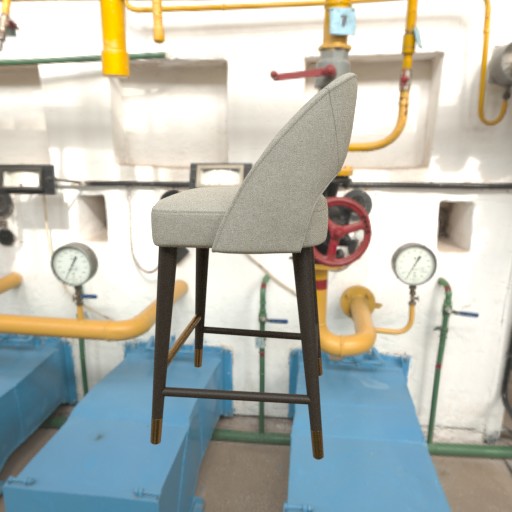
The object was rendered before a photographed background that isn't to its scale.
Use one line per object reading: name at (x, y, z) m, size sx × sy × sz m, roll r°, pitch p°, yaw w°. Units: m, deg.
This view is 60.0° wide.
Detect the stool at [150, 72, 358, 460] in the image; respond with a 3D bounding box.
stool at (0.000, 0.000, 1.247) m, size 0.509 × 0.940 × 0.494 m, roll 2°, pitch 14°, yaw 8°
